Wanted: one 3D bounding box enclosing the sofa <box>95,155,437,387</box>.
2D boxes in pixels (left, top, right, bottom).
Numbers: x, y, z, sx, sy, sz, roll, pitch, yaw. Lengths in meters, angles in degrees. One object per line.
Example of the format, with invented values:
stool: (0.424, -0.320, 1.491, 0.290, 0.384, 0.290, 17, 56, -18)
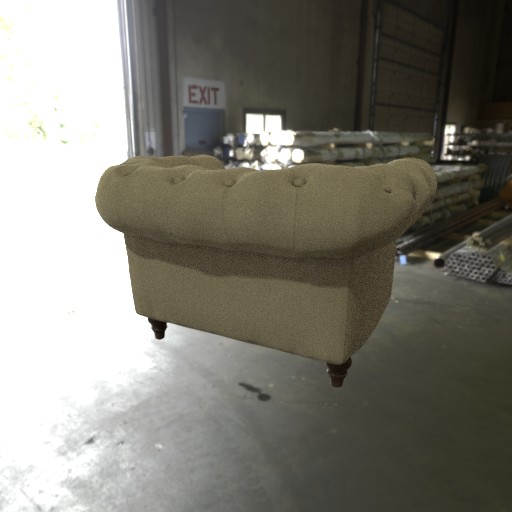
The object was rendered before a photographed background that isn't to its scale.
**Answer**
sofa: (0.000, 0.000, 2.020, 1.405, 0.878, 1.034, 8, 17, 27)
